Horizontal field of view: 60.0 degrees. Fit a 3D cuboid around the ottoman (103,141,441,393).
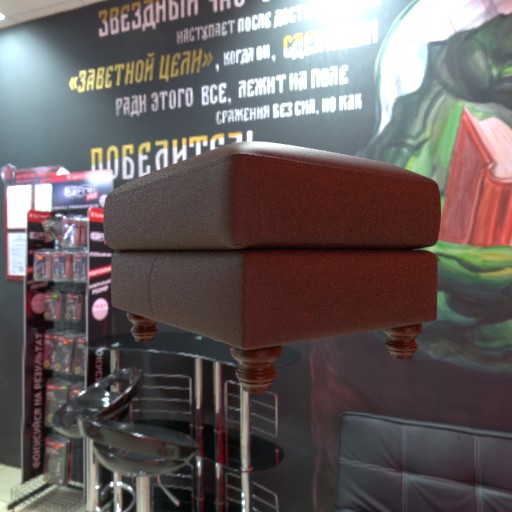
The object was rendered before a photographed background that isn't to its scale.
[{"bbox_3d":[0.000,0.000,1.219,0.635,0.508,0.787,0,1,-35],"label":"ottoman"}]
